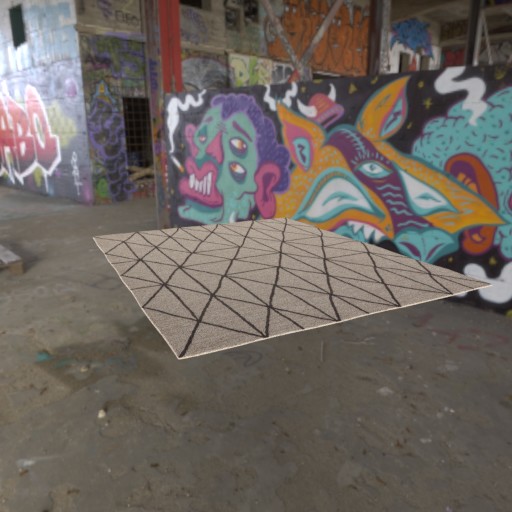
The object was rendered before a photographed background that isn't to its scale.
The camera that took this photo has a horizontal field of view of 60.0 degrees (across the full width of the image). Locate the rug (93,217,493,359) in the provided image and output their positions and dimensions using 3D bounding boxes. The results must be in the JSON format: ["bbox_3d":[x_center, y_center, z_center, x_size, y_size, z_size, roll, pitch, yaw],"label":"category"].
[{"bbox_3d":[0.000,0.000,4.080,2.468,0.022,3.061,-8,18,-26],"label":"rug"}]
